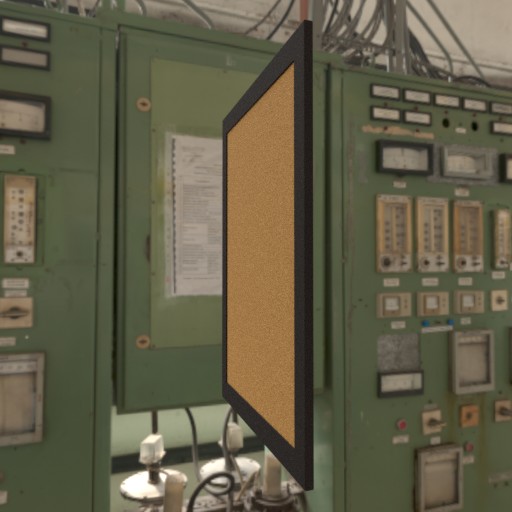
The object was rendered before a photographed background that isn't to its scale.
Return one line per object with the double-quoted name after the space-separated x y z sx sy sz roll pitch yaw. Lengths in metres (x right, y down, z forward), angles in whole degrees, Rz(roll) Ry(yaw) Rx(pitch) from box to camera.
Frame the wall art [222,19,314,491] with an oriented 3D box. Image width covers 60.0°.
0.000 0.000 0.675 0.012 0.529 0.374 0 -1 -19 "wall art"
